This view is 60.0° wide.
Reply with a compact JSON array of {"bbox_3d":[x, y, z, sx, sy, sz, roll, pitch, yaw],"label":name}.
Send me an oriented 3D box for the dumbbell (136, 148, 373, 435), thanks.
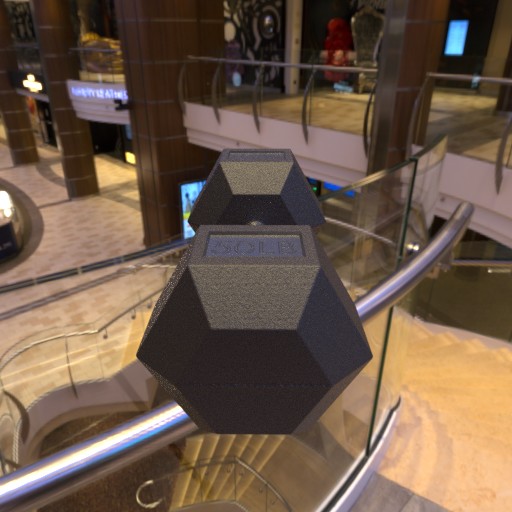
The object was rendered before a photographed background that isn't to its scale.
[{"bbox_3d":[0.000,0.000,0.466,0.173,0.150,0.384,0,27,0],"label":"dumbbell"}]
